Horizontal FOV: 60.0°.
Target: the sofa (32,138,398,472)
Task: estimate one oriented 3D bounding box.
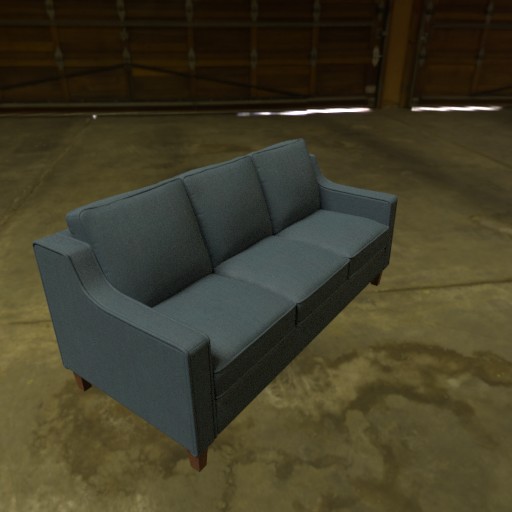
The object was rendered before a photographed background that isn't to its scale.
[{"bbox_3d":[0.000,0.000,2.497,0.911,0.974,1.986,18,32,32],"label":"sofa"}]
